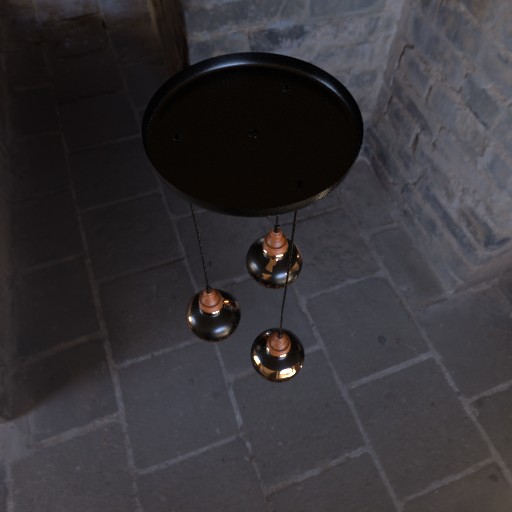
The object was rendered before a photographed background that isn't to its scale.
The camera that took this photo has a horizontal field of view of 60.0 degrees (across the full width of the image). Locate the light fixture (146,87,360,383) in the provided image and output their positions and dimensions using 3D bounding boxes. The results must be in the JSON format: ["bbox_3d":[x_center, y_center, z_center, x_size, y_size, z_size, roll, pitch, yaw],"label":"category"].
[{"bbox_3d":[0.000,0.000,1.735,0.608,1.410,0.605,20,61,11],"label":"light fixture"}]
